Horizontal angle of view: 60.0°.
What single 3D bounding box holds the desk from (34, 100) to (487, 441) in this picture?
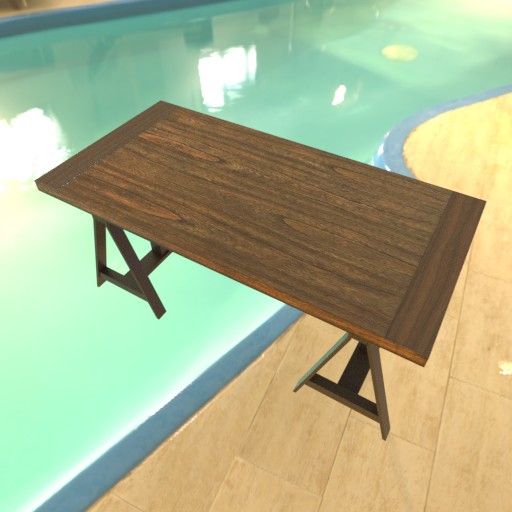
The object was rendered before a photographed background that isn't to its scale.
[{"bbox_3d":[0.000,0.000,1.931,1.543,0.725,0.784,23,50,21],"label":"desk"}]
